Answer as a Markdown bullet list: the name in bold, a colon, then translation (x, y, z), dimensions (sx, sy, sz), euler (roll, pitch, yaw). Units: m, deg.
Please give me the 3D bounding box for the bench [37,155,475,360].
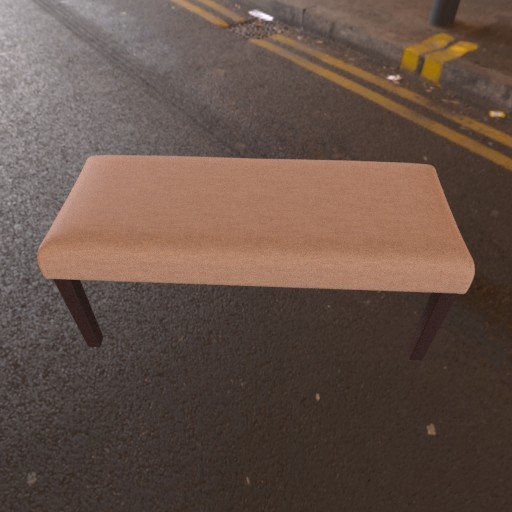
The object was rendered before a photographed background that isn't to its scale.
- **bench**: translation (0.000, 0.000, 1.274), dimensions (1.013, 0.456, 0.407), euler (2, 46, 2)
